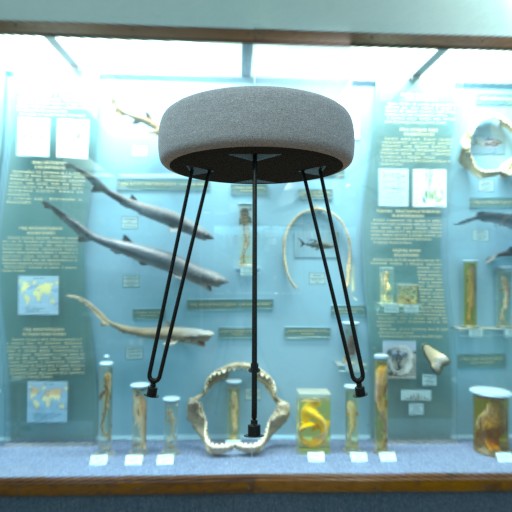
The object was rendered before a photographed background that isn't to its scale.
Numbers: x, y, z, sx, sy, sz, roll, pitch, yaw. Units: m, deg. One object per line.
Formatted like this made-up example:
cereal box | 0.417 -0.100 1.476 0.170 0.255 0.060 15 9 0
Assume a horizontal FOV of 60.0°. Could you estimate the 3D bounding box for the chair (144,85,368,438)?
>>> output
chair | 0.000 0.000 0.695 0.350 0.440 0.350 0 -1 0
